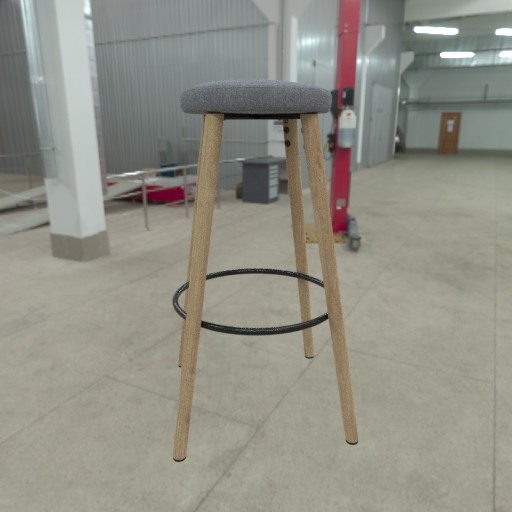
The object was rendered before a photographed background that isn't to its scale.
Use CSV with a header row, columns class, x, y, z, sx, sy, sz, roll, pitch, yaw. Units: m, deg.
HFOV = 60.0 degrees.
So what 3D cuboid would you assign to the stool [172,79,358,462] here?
class,x,y,z,sx,sy,sz,roll,pitch,yaw
stool,0.000,0.000,1.044,0.410,0.770,0.410,-2,17,-8
